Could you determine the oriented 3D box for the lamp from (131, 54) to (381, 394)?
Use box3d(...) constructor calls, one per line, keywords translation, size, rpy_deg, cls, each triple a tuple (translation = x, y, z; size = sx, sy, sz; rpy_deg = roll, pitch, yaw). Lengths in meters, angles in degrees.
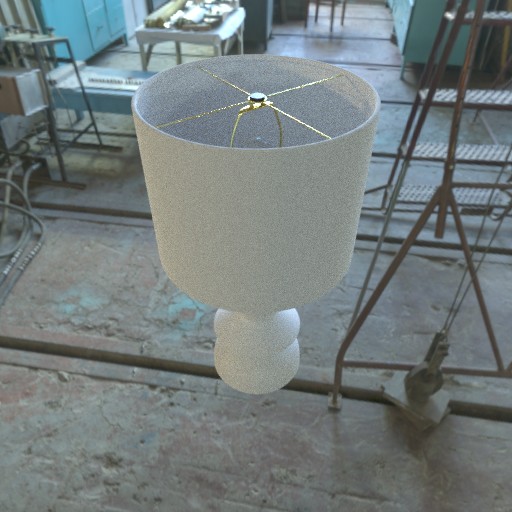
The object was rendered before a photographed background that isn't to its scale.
box3d(translation=(0.000, 0.000, 0.720), size=(0.301, 0.533, 0.301), rpy_deg=(-25, 47, -26), cls="lamp")
